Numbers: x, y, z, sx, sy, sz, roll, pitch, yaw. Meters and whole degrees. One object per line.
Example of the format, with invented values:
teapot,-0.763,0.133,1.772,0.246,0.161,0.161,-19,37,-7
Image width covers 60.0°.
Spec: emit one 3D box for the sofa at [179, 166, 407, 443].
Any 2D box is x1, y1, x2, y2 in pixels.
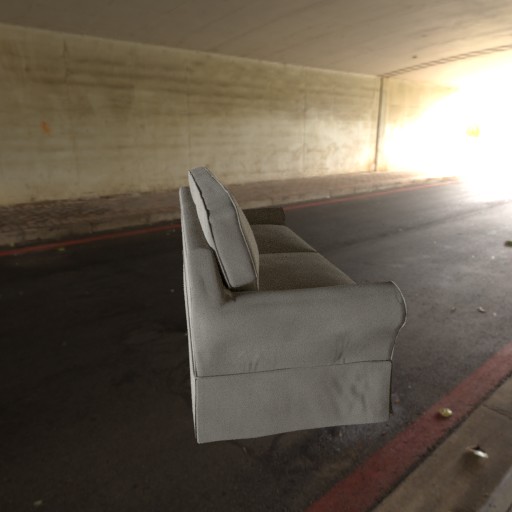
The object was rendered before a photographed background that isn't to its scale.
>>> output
sofa,0.000,0.000,2.781,0.900,1.014,2.246,-3,16,-10
